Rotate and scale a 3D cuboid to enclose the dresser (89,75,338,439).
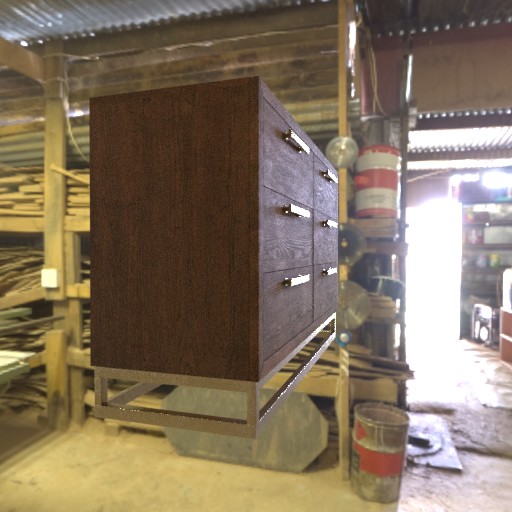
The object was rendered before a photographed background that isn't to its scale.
[{"bbox_3d":[0.000,0.000,2.153,0.623,1.061,1.646,0,1,18],"label":"dresser"}]
